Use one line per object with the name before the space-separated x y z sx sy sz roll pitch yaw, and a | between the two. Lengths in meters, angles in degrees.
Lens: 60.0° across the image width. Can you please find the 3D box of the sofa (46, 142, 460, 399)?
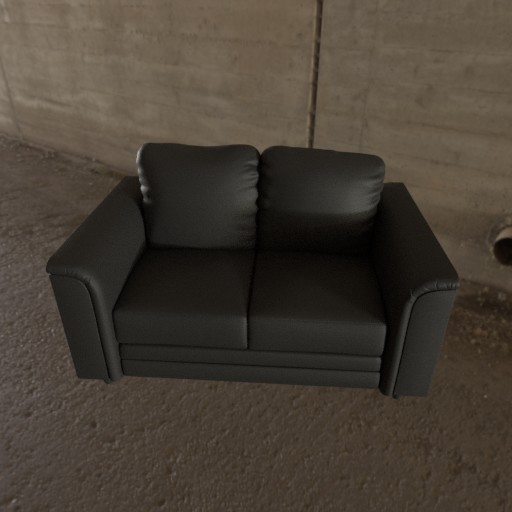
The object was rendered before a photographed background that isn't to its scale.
sofa | 0.000 0.000 1.935 1.386 0.845 0.887 2 30 3
